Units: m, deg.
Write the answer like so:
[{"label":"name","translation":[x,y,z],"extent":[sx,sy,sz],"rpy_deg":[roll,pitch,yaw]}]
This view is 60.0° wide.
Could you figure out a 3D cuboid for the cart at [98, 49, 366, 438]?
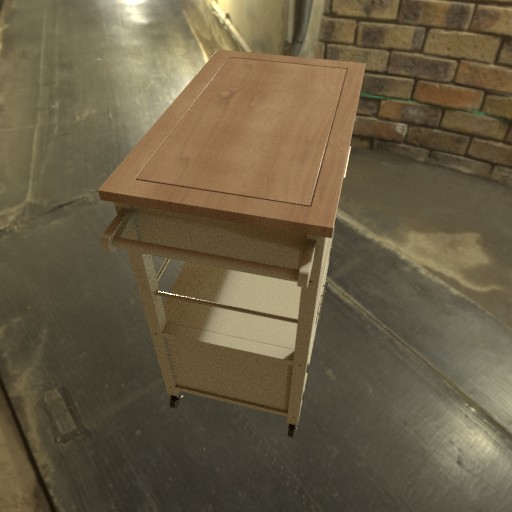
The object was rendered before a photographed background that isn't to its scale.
[{"label":"cart","translation":[0.000,0.000,1.371],"extent":[0.459,0.901,0.840],"rpy_deg":[10,45,10]}]
